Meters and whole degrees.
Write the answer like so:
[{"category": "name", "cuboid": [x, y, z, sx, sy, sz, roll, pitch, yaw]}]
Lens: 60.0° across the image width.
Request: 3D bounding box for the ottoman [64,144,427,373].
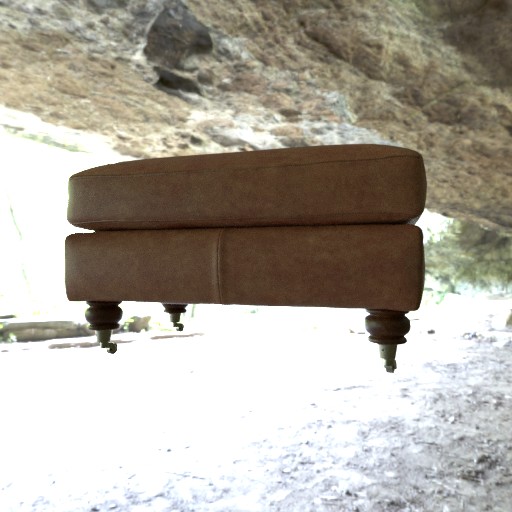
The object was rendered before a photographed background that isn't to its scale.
[{"category": "ottoman", "cuboid": [0.000, 0.000, 1.210, 0.852, 0.507, 0.565, 0, -1, 17]}]
